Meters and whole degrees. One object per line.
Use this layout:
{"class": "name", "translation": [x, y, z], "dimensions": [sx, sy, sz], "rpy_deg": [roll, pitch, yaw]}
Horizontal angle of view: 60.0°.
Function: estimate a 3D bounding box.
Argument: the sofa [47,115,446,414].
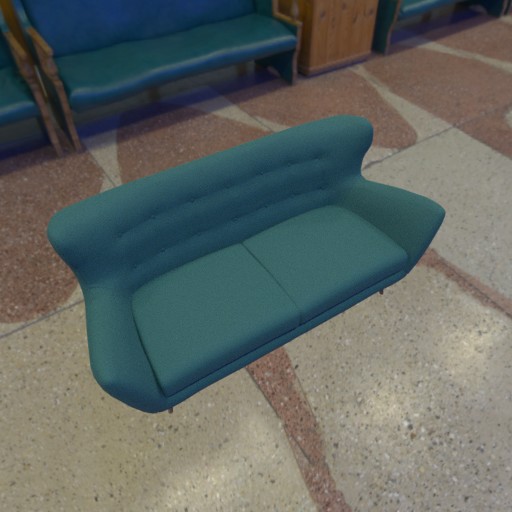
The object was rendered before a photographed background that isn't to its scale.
{"class": "sofa", "translation": [0.000, 0.000, 2.398], "dimensions": [1.930, 0.890, 0.889], "rpy_deg": [-24, 51, -22]}
